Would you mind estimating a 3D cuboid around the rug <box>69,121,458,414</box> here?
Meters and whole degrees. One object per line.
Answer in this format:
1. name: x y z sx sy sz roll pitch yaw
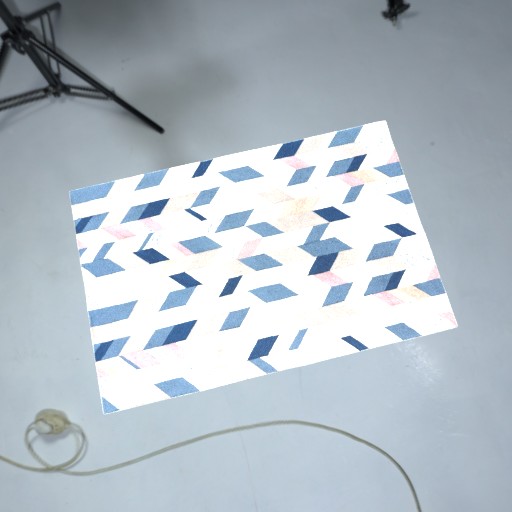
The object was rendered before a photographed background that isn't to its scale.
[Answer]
1. rug: 0.000 0.000 2.333 1.813 0.006 1.202 -13 76 -3
